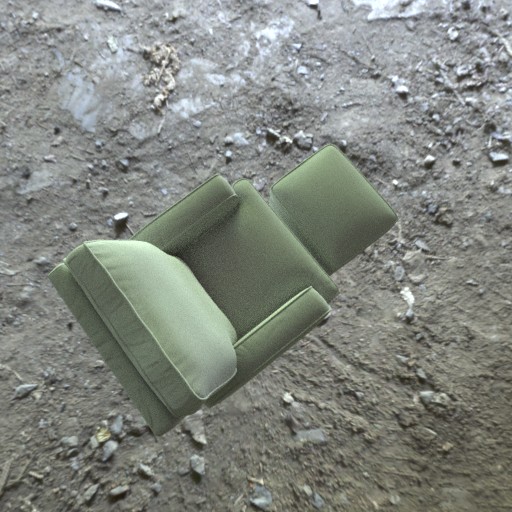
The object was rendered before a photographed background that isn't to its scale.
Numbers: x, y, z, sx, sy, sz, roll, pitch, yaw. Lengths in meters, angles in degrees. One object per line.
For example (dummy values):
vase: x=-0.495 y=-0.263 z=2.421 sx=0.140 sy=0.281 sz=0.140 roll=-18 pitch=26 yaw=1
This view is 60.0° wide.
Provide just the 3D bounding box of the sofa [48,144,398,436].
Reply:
sofa: x=0.000 y=0.000 z=2.085 sx=1.472 sy=0.959 sz=0.861 roll=-37 pitch=79 yaw=-8
